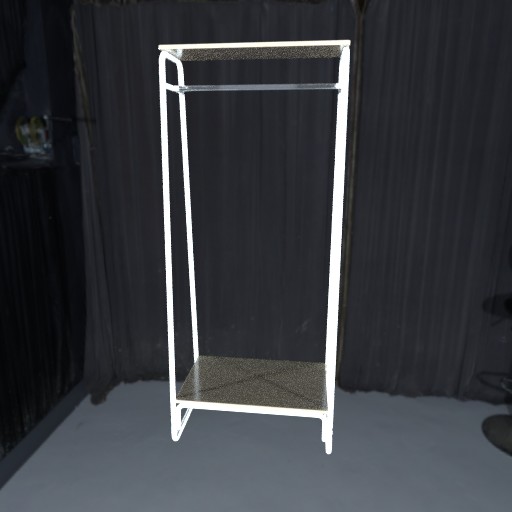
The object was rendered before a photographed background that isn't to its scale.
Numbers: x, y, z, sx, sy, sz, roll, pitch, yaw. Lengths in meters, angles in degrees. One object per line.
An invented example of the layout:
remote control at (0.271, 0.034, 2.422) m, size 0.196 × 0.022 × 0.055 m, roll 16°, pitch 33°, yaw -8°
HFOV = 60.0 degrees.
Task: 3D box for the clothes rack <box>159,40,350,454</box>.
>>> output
clothes rack at (0.000, 0.000, 1.760) m, size 0.640 × 1.512 × 0.400 m, roll 2°, pitch 15°, yaw 7°
